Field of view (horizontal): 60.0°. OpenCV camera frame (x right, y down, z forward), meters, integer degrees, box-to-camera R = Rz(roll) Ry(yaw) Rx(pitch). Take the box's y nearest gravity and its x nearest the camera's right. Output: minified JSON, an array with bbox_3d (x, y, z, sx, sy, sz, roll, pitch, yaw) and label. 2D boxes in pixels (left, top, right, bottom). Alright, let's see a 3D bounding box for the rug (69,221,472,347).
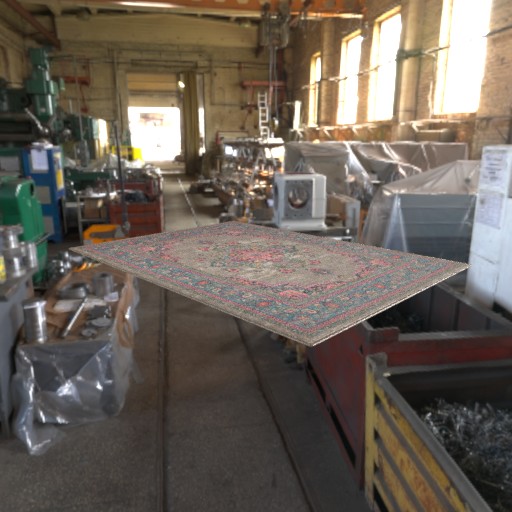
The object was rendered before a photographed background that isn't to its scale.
[{"bbox_3d":[0.000,0.000,2.975,1.609,0.013,2.214,-14,20,-43],"label":"rug"}]
